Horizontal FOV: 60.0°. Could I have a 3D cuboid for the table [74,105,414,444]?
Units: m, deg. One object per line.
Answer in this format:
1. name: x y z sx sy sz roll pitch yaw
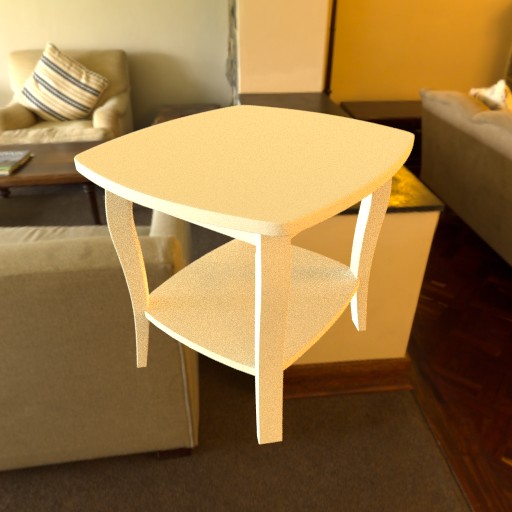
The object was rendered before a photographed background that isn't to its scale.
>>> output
1. table: 0.000 0.000 0.854 0.451 0.438 0.502 20 37 30
